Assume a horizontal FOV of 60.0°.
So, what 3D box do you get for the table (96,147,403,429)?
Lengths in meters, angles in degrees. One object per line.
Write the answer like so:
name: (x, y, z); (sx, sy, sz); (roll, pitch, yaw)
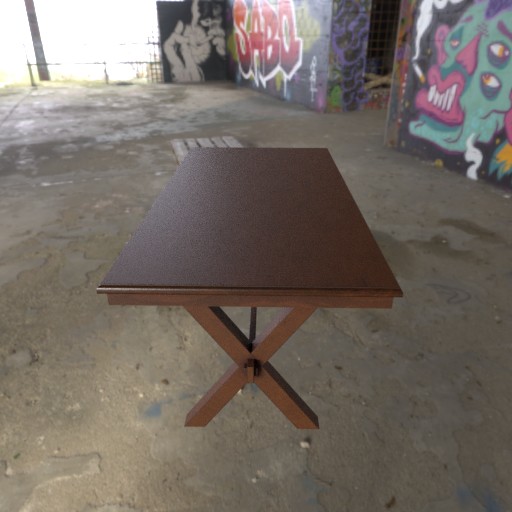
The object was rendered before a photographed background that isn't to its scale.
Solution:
table: (0.000, 0.000, 1.492); (0.594, 0.459, 1.197); (1, 27, 1)
